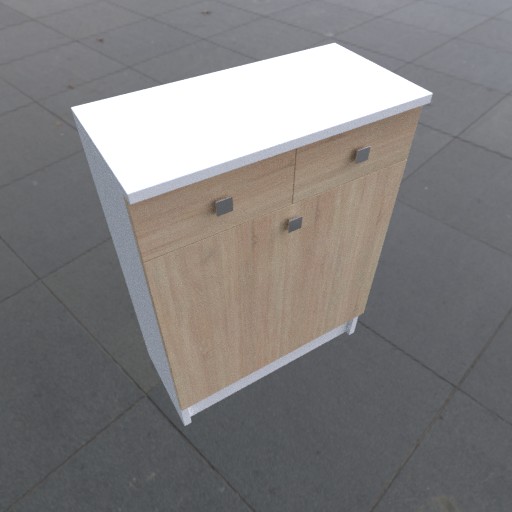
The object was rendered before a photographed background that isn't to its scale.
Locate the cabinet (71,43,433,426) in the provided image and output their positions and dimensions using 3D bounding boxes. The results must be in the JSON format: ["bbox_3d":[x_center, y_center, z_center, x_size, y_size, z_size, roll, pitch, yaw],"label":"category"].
[{"bbox_3d":[0.000,0.000,1.103,0.600,0.815,0.296,-23,50,-21],"label":"cabinet"}]
